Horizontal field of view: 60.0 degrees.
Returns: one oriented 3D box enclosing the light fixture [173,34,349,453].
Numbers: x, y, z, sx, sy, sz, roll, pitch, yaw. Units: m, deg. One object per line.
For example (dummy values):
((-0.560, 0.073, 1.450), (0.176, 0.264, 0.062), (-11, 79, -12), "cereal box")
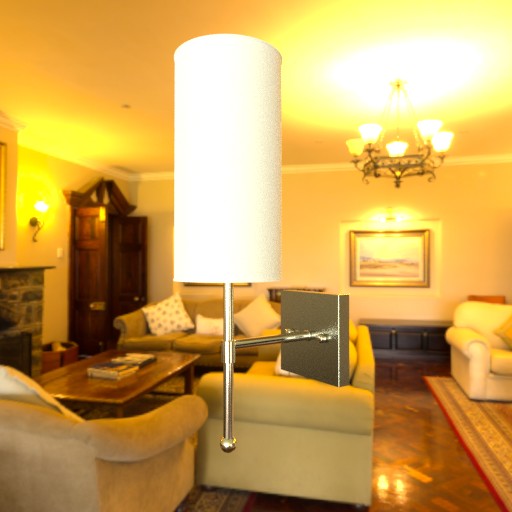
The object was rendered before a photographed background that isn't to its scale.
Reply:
((0.000, 0.000, 0.547), (0.208, 0.462, 0.128), (1, -1, -36), "light fixture")
